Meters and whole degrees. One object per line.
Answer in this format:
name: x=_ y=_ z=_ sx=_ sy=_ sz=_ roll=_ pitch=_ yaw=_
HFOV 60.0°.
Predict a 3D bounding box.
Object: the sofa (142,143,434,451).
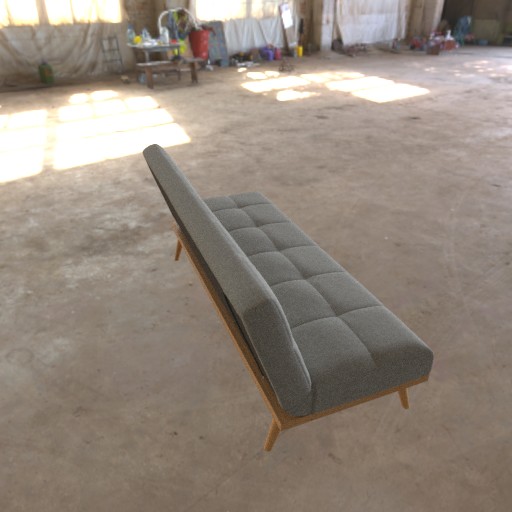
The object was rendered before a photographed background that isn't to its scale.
sofa: x=0.000 y=0.000 z=2.303 sx=0.800 sy=0.800 sz=1.820 roll=-11 pitch=32 yaw=-19
